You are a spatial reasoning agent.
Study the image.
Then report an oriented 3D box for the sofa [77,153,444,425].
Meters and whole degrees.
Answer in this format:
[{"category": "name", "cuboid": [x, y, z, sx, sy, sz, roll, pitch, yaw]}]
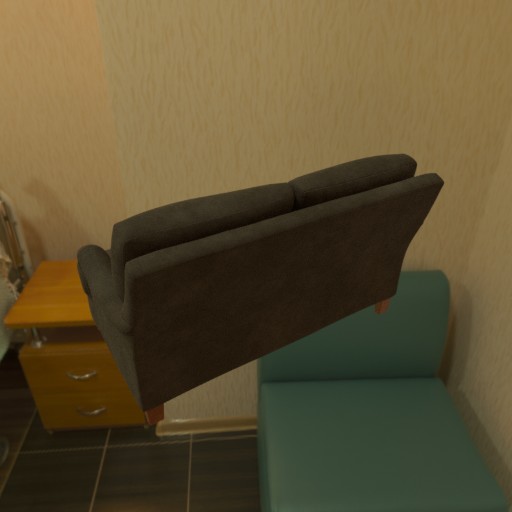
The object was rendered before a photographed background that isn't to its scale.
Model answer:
[{"category": "sofa", "cuboid": [0.000, 0.000, 2.590, 1.853, 1.101, 1.084, -18, 34, -29]}]
